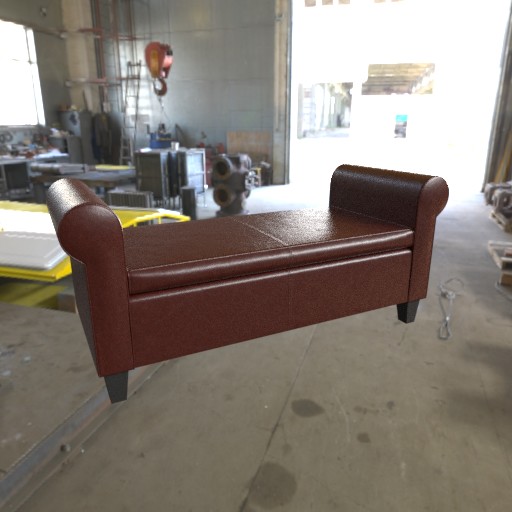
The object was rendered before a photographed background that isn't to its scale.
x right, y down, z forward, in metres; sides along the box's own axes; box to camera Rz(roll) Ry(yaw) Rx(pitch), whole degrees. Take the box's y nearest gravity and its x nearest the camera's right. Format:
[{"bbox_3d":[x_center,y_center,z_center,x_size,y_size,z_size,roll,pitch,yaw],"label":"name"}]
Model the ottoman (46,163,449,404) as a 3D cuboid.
[{"bbox_3d":[0.000,0.000,1.540,1.256,0.547,0.521,-9,19,-26],"label":"ottoman"}]
